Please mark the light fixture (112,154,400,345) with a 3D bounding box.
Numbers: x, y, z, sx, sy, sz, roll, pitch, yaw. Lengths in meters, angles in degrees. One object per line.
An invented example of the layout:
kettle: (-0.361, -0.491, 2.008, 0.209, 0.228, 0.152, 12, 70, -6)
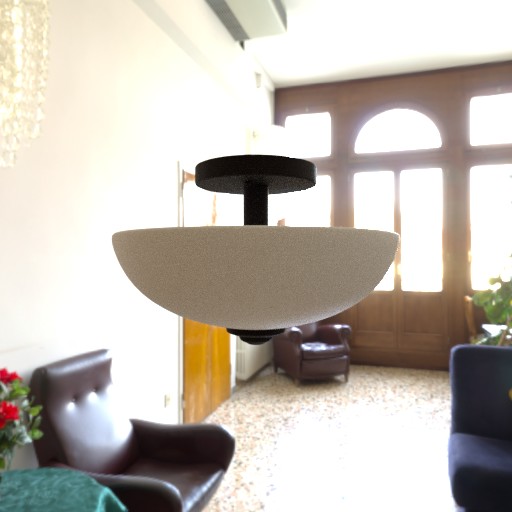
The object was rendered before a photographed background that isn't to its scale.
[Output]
light fixture: (0.000, 0.000, 0.534, 0.331, 0.212, 0.331, 0, -1, 0)
